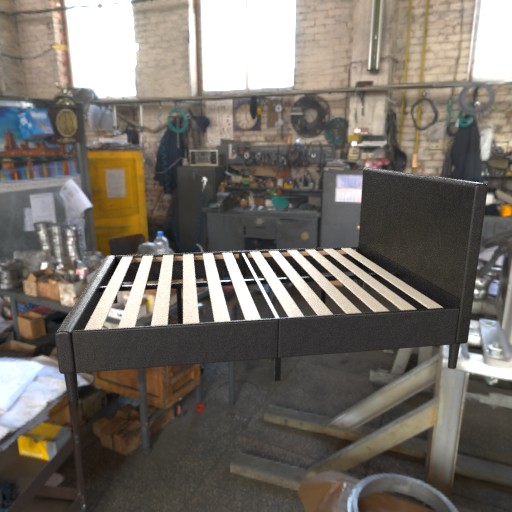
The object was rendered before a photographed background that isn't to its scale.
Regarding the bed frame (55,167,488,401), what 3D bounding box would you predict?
[{"bbox_3d":[0.000,0.000,2.910,2.152,1.046,1.469,-2,15,-9],"label":"bed frame"}]
